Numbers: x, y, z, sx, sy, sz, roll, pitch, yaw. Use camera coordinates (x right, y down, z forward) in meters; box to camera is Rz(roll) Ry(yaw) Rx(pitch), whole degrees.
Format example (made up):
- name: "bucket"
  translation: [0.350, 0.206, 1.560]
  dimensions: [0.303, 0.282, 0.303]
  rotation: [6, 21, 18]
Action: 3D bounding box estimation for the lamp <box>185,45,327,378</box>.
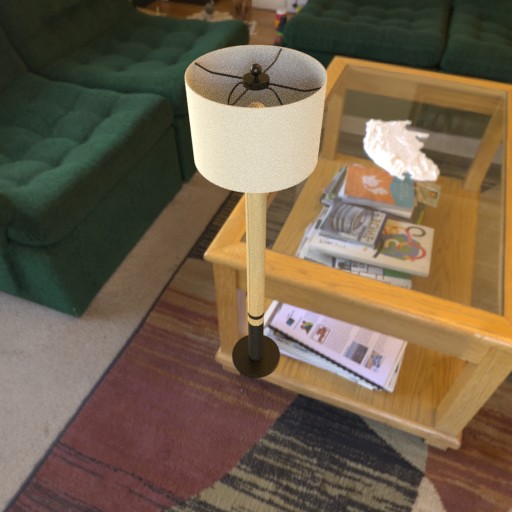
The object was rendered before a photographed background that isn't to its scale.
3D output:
- name: "lamp"
  translation: [0.000, 0.000, 1.709]
  dimensions: [0.381, 1.478, 0.381]
  rotation: [3, 47, 3]
